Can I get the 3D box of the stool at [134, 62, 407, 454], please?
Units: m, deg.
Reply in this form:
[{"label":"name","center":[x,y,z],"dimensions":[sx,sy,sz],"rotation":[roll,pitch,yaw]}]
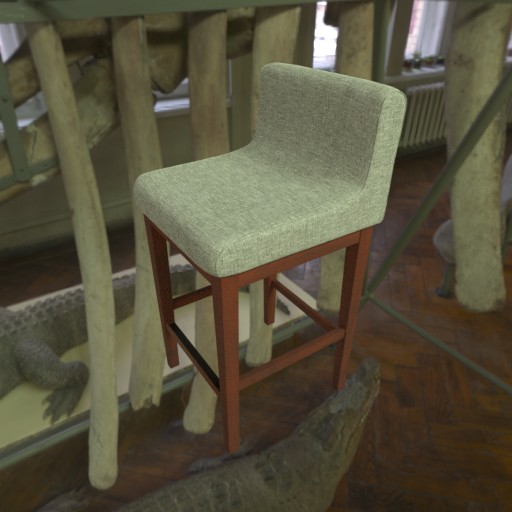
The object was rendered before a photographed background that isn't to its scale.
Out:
[{"label":"stool","center":[0.000,0.000,1.114],"dimensions":[0.459,0.835,0.417],"rotation":[-19,36,-28]}]
